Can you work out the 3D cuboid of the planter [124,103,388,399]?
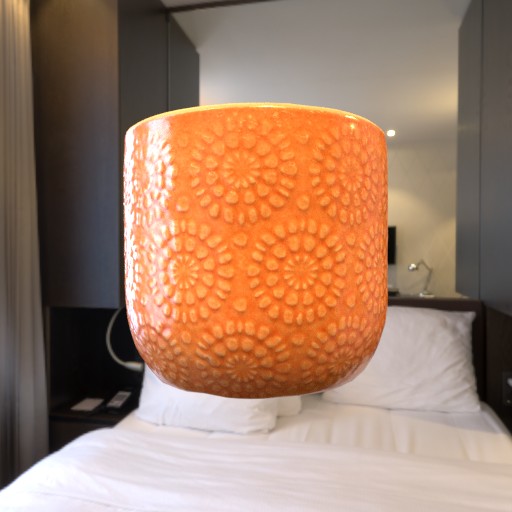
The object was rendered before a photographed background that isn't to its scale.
[{"bbox_3d":[0.000,0.000,0.288,0.170,0.152,0.170,0,1,0],"label":"planter"}]
